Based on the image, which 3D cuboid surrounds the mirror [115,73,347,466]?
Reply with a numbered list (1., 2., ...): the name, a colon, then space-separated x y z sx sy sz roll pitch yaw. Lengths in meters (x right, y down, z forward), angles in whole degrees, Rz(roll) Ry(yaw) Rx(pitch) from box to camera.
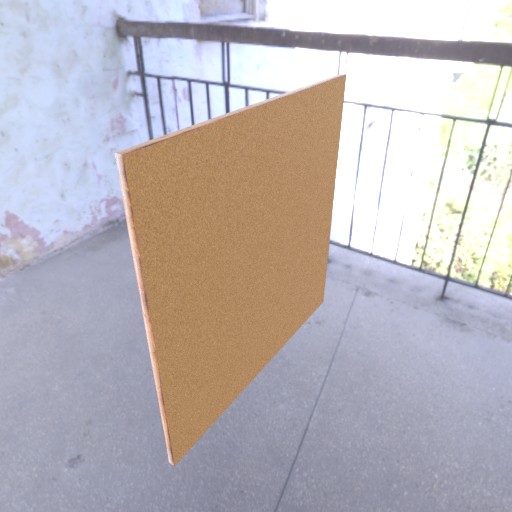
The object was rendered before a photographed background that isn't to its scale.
1. mirror: 0.000 0.000 1.187 0.061 0.804 0.804 20 37 29
